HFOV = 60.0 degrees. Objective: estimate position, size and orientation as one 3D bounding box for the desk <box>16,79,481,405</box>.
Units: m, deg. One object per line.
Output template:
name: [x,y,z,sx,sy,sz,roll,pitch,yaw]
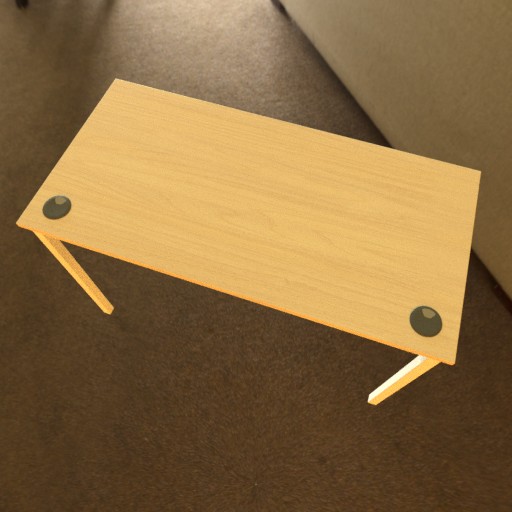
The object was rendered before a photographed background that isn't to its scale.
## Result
desk: [0.000,0.000,1.598,1.200,0.750,0.600,17,64,9]
